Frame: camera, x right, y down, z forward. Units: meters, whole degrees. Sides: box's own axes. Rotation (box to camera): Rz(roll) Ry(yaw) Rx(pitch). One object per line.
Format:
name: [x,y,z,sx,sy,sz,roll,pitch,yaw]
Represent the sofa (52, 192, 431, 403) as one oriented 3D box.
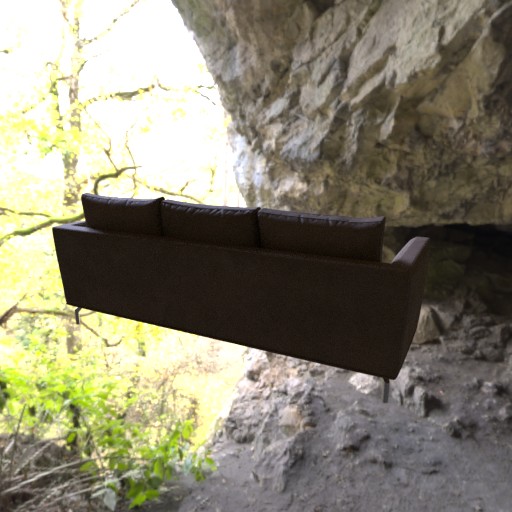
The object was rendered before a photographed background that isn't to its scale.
sofa: [0.000,0.000,3.351,2.438,0.987,1.622,7,16,26]
